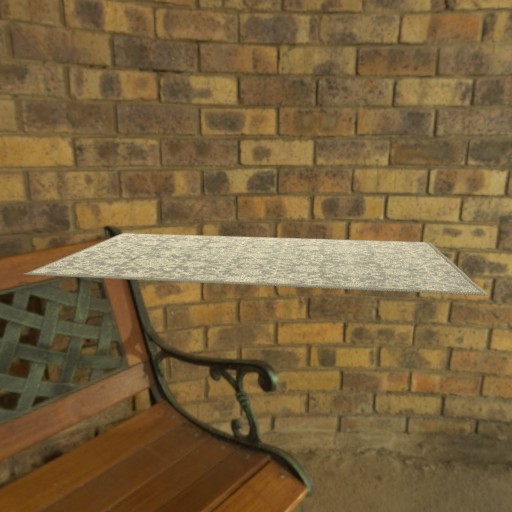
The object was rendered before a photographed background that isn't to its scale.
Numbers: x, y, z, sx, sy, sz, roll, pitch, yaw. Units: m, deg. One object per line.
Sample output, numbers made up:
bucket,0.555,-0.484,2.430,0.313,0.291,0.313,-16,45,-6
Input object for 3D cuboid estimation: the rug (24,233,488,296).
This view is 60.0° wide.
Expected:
rug,0.000,0.000,3.614,3.048,0.011,1.546,2,14,8
